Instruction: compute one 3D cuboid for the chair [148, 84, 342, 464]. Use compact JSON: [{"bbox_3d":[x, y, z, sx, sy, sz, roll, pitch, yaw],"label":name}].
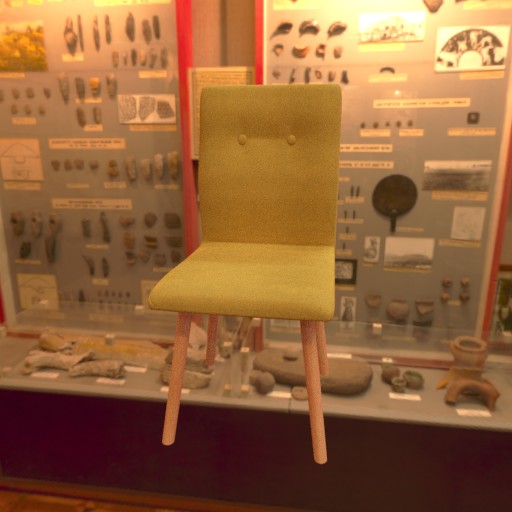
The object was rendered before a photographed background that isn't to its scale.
[{"bbox_3d":[0.000,0.000,1.269,0.450,0.965,0.550,3,16,9],"label":"chair"}]
